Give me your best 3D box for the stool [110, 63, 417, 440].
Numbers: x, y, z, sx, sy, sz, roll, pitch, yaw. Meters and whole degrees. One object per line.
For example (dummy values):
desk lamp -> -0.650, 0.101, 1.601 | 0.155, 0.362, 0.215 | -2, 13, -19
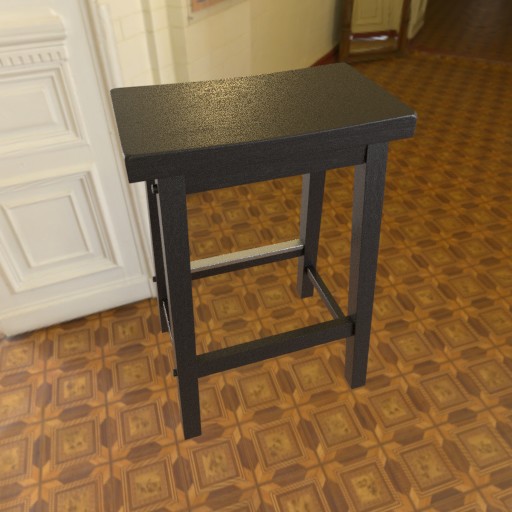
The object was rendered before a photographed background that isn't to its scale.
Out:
stool -> 0.000, 0.000, 0.853 | 0.406, 0.610, 0.322 | -12, 43, -14
